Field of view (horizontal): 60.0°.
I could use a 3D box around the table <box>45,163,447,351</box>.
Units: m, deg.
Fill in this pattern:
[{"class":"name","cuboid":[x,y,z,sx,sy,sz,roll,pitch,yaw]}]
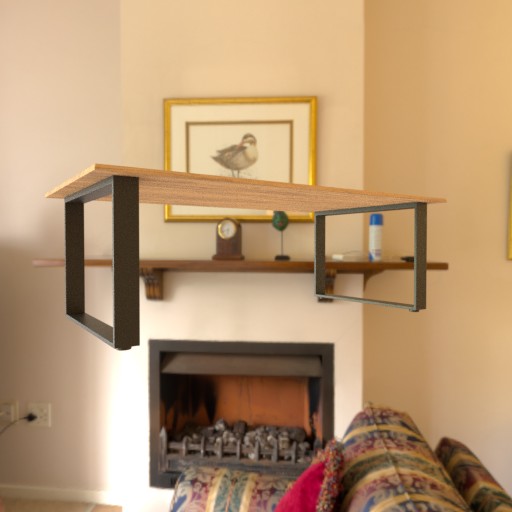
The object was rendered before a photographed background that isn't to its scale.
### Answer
[{"class":"table","cuboid":[0.000,0.000,1.651,1.331,0.445,0.693,-1,2,-34]}]
